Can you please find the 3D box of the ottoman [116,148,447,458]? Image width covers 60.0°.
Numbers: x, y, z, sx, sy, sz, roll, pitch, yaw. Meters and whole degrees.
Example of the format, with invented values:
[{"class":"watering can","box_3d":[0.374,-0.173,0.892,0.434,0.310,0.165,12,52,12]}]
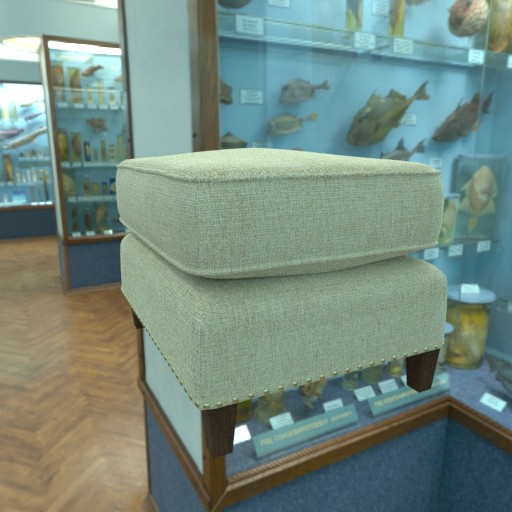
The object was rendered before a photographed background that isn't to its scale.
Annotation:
[{"class":"ottoman","box_3d":[0.000,0.000,1.133,0.589,0.537,0.738,-7,15,-26]}]
